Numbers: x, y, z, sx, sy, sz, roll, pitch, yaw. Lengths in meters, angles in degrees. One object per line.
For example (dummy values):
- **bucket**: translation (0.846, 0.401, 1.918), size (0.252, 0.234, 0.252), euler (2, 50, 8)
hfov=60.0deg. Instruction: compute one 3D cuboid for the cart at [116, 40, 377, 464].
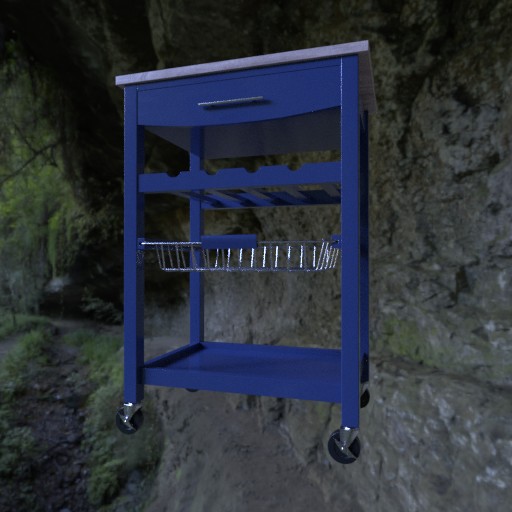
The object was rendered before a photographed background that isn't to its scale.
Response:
- **cart**: translation (0.000, 0.000, 1.137), size (0.584, 0.839, 0.403), euler (0, 0, 17)
